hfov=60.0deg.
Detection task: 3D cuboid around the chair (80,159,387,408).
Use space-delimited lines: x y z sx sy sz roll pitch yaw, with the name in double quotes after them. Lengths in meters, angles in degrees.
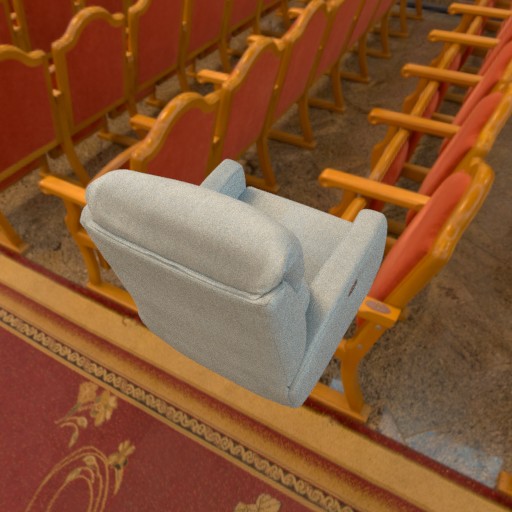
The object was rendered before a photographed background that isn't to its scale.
0.000 0.000 1.671 0.794 1.016 0.940 23 51 20 "chair"
